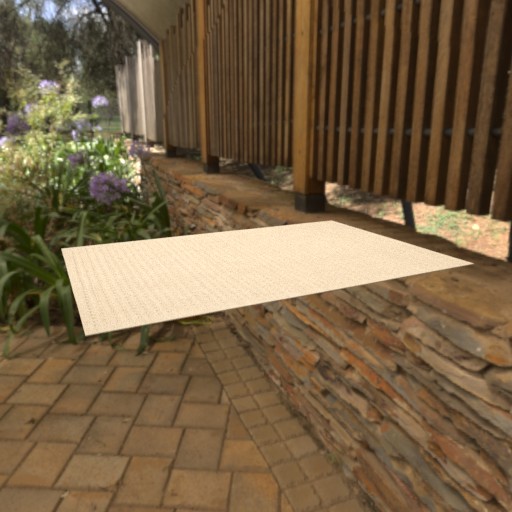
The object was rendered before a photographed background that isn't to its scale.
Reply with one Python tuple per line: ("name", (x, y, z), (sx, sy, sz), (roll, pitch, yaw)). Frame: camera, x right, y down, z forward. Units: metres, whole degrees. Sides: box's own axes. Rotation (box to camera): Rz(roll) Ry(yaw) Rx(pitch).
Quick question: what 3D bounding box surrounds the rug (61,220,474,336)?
("rug", (0.000, 0.000, 2.932), (2.289, 0.006, 1.523), (-8, 18, -25))
